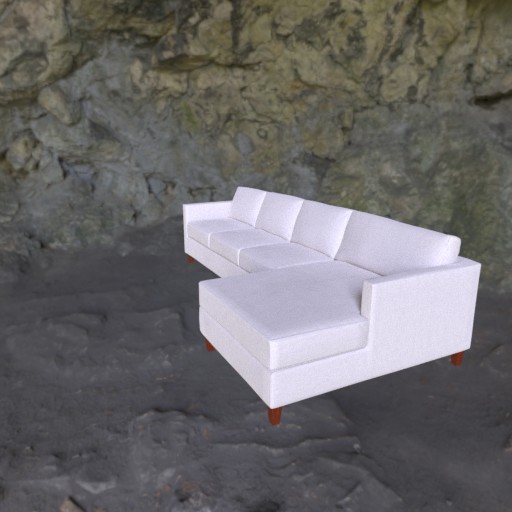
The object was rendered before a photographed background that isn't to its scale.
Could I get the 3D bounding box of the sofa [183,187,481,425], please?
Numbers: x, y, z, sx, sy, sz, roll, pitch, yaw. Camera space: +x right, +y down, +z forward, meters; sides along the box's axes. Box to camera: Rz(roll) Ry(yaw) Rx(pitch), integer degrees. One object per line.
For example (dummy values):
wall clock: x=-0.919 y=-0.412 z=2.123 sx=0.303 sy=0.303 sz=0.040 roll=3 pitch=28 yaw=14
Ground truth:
sofa: x=0.000 y=0.000 z=4.102 sx=1.599 sy=0.954 sz=3.471 roll=-7 pitch=17 yaw=-26
